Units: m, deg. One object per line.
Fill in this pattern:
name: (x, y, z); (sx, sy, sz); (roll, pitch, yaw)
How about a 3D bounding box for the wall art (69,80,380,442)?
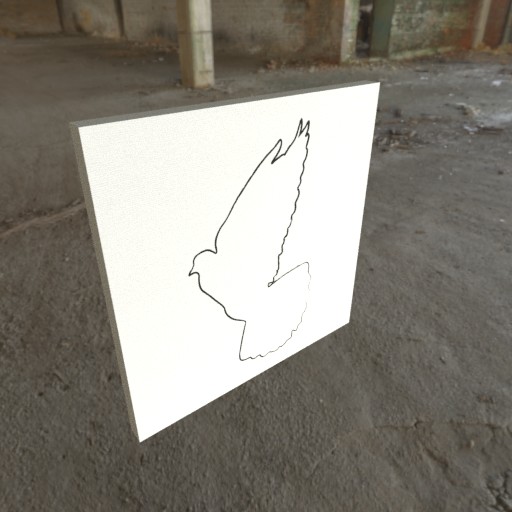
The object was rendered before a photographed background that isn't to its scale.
wall art: (0.000, 0.000, 0.896); (0.610, 0.610, 0.038); (-21, 36, -33)
